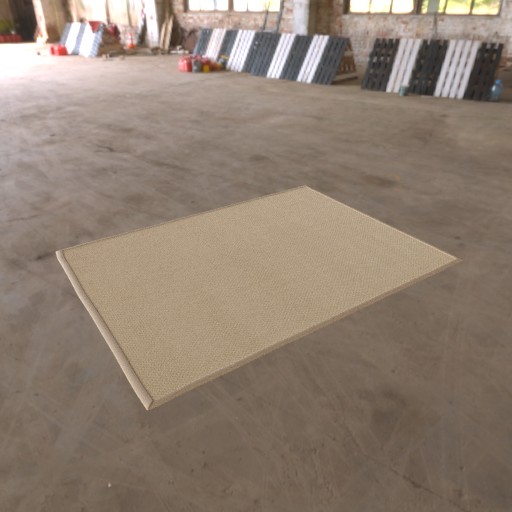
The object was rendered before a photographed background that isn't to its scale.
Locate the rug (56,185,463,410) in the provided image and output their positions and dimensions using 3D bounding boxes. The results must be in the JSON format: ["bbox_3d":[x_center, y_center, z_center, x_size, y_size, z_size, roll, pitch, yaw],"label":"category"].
[{"bbox_3d":[0.000,0.000,2.779,2.081,0.020,1.525,-19,35,-29],"label":"rug"}]
